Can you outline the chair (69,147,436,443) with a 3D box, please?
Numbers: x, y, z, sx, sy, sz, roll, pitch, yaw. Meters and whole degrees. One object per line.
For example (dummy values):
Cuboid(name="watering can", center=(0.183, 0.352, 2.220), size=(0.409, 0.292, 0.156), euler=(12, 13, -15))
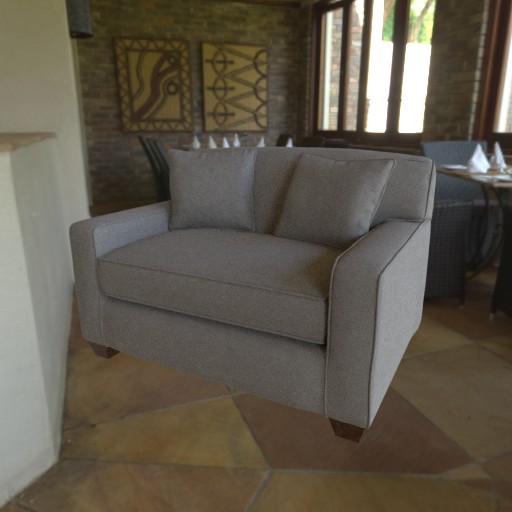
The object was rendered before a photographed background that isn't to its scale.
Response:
Cuboid(name="chair", center=(0.000, 0.000, 2.055), size=(1.395, 0.953, 0.992), euler=(9, 19, 27))
